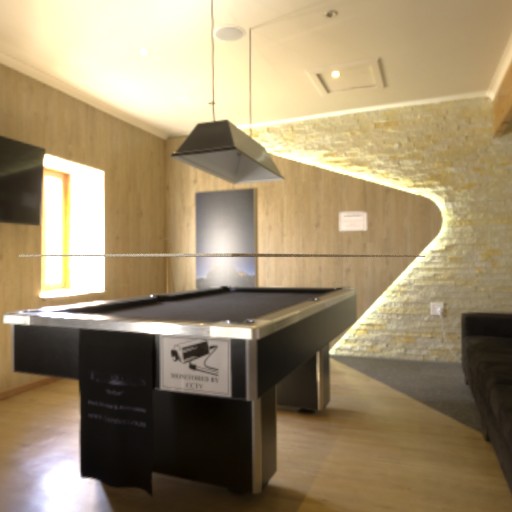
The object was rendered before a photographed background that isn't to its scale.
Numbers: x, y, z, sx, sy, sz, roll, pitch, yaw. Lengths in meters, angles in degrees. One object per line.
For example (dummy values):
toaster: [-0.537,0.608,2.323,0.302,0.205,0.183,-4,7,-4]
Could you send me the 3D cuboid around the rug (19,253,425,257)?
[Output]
rug: [0.000,0.000,2.193,1.143,0.008,1.753,0,0,36]
